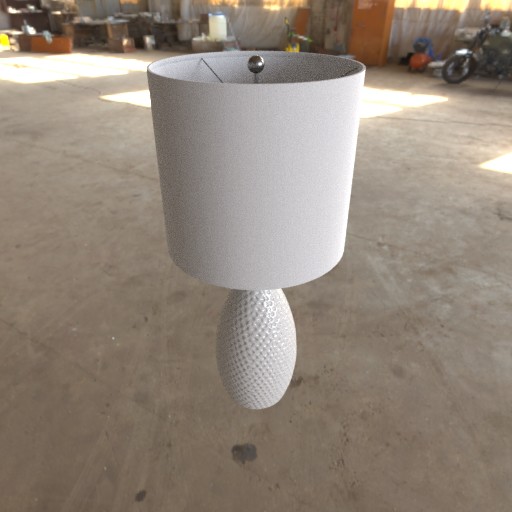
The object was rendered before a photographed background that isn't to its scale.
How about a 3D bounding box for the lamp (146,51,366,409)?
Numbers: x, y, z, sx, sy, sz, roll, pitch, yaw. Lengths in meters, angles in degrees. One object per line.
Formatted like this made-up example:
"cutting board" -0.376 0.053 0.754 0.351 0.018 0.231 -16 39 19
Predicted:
"lamp" 0.000 0.000 0.560 0.214 0.466 0.214 -21 37 -31
